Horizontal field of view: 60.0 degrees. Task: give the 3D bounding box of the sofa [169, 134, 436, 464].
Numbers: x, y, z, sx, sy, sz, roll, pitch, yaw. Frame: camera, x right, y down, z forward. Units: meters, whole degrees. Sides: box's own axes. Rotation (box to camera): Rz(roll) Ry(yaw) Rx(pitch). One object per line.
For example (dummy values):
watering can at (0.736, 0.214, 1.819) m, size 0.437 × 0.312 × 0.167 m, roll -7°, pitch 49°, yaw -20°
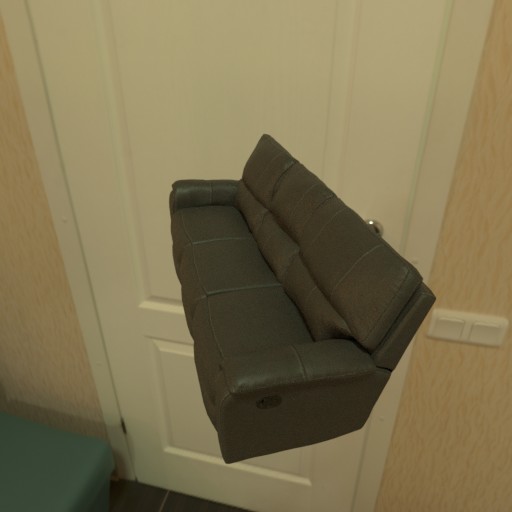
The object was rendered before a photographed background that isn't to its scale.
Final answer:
sofa at (0.000, 0.000, 3.206) m, size 1.104 × 1.134 × 2.627 m, roll -8°, pitch 31°, yaw -13°
